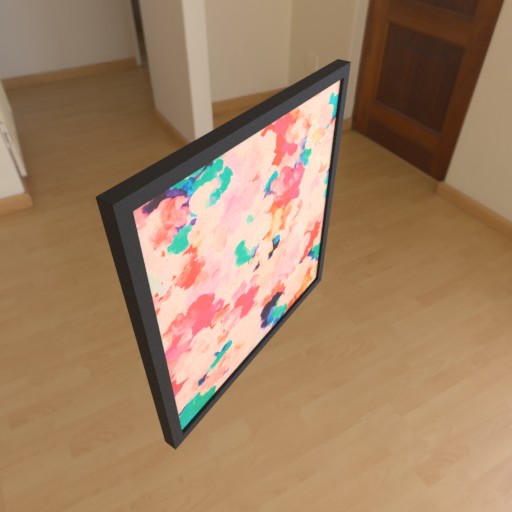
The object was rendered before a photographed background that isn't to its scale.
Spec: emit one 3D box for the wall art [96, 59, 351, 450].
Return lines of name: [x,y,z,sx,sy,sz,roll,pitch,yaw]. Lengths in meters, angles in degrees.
wall art: [0.000,0.000,0.452,0.015,0.304,0.306,25,47,26]
